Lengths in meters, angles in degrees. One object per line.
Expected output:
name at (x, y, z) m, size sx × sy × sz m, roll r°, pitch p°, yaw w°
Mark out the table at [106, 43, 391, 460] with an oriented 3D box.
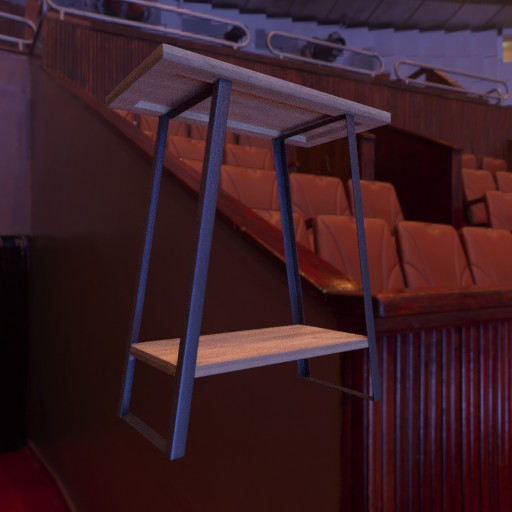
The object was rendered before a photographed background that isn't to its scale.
table at (0.000, 0.000, 1.028) m, size 0.599 × 0.701 × 0.300 m, roll 0°, pitch -1°, yaw -36°
